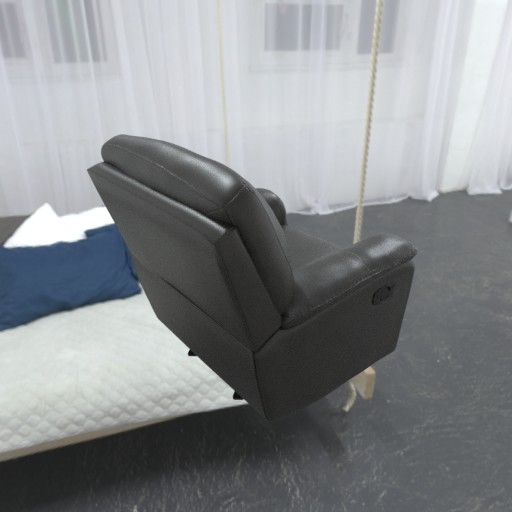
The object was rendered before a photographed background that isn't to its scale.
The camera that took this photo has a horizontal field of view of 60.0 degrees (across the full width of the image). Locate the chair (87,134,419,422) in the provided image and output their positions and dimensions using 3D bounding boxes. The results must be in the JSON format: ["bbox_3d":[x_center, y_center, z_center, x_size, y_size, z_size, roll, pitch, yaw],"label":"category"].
[{"bbox_3d":[0.000,0.000,2.020,1.087,1.109,1.096,-19,31,-34],"label":"chair"}]
